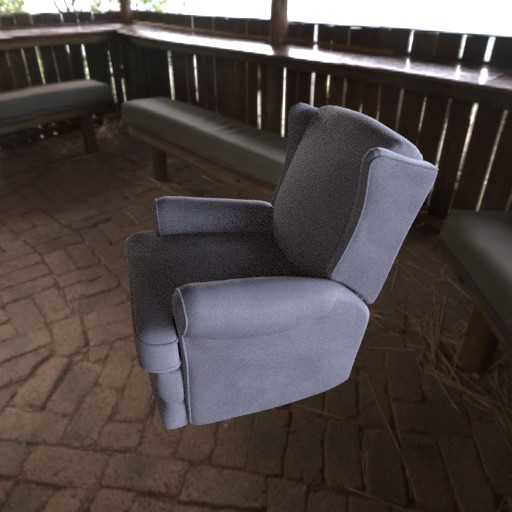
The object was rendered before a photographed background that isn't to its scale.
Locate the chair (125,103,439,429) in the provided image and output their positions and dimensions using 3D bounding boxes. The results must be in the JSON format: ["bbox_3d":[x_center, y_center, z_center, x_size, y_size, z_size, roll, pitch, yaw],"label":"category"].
[{"bbox_3d":[0.000,0.000,1.710,0.969,1.011,0.847,-9,32,-14],"label":"chair"}]
